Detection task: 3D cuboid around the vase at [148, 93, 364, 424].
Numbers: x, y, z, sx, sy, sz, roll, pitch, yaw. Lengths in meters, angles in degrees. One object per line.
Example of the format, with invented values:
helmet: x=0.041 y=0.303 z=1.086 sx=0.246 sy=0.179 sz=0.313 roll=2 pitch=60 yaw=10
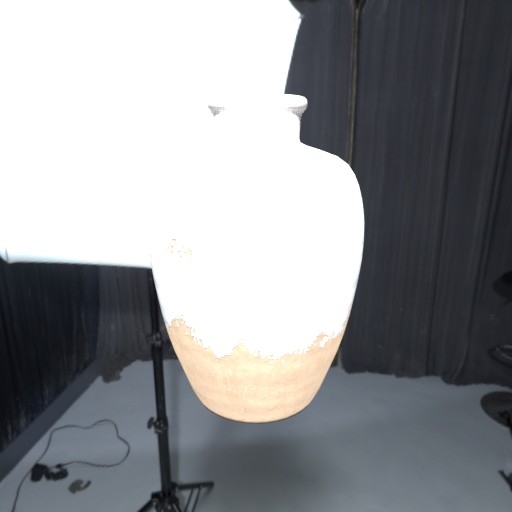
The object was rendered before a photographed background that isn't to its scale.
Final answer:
vase: x=0.000 y=0.000 z=0.338 sx=0.158 sy=0.228 sz=0.158 roll=0 pitch=15 yaw=0
